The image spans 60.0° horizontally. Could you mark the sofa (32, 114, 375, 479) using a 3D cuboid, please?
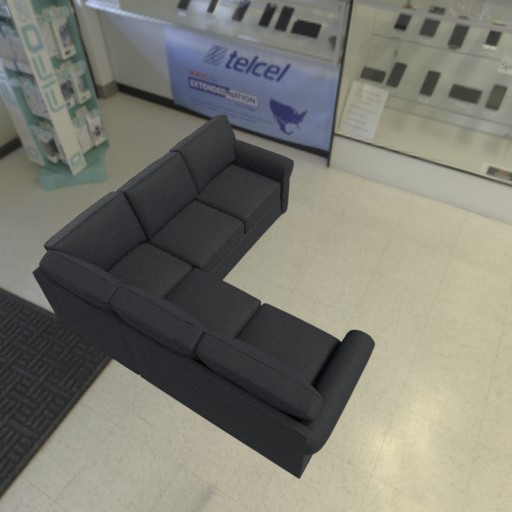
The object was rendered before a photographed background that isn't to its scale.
[{"bbox_3d":[0.000,0.000,3.905,2.487,1.042,2.562,25,52,21],"label":"sofa"}]
